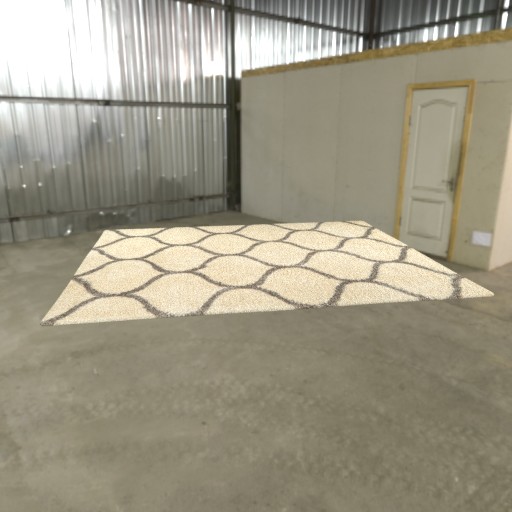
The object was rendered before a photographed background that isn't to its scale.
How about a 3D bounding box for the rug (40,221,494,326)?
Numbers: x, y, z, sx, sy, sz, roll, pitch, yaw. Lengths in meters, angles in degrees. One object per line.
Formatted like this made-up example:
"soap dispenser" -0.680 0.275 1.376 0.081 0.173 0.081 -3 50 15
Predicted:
"rug" 0.000 0.000 3.988 3.000 0.026 2.399 -3 17 -9
